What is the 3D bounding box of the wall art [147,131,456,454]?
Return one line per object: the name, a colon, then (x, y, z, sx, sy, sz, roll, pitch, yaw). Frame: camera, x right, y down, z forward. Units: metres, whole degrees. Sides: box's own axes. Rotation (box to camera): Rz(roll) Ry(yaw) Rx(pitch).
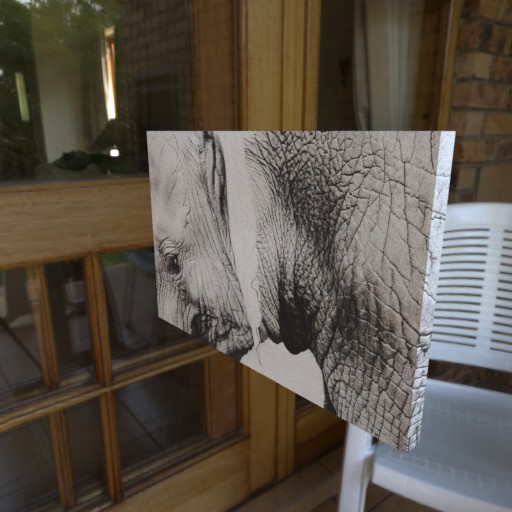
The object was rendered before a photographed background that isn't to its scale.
wall art: (0.000, 0.000, 0.751, 0.035, 0.407, 0.613, -14, 21, -41)
